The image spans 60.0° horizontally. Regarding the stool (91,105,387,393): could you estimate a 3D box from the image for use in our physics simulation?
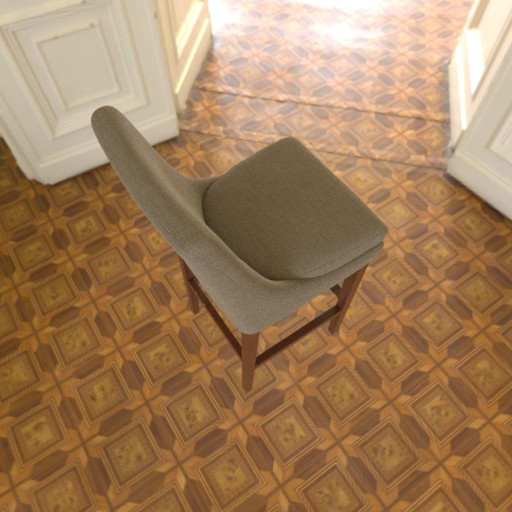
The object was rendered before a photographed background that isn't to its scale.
[{"bbox_3d":[0.000,0.000,1.337,0.577,1.078,0.470,-30,63,-17],"label":"stool"}]
